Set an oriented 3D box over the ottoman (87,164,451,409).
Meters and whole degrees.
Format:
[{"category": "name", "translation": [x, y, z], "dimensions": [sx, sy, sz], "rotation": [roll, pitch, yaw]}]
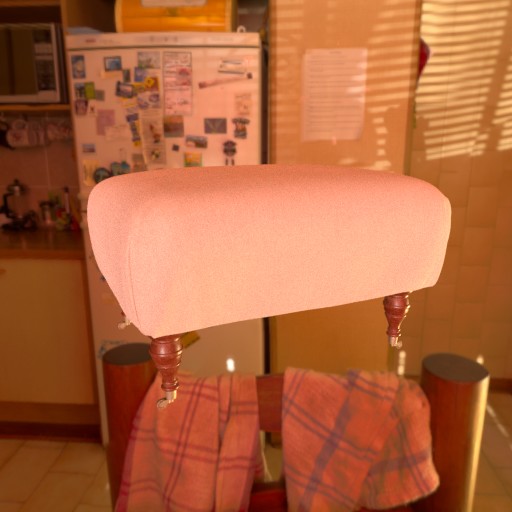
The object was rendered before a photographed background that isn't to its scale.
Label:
[{"category": "ottoman", "translation": [0.000, 0.000, 1.118], "dimensions": [0.746, 0.450, 0.622], "rotation": [-7, 15, -25]}]
